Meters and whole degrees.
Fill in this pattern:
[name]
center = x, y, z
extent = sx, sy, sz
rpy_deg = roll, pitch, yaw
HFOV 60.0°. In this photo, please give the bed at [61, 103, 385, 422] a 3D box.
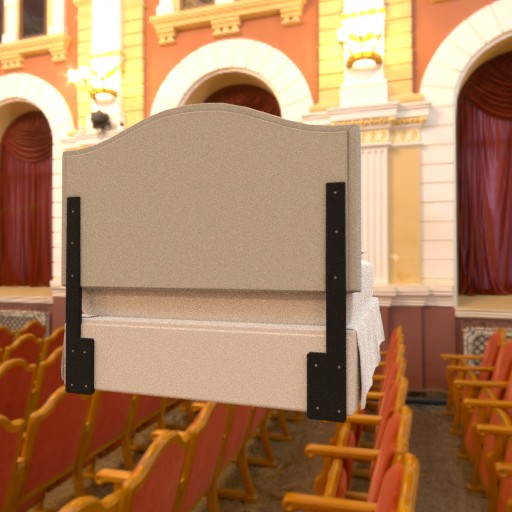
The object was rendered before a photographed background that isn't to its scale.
[bed]
center = 0.000, 0.000, 3.371
extent = 1.813, 1.607, 2.180
rpy_deg = 0, -1, 18
